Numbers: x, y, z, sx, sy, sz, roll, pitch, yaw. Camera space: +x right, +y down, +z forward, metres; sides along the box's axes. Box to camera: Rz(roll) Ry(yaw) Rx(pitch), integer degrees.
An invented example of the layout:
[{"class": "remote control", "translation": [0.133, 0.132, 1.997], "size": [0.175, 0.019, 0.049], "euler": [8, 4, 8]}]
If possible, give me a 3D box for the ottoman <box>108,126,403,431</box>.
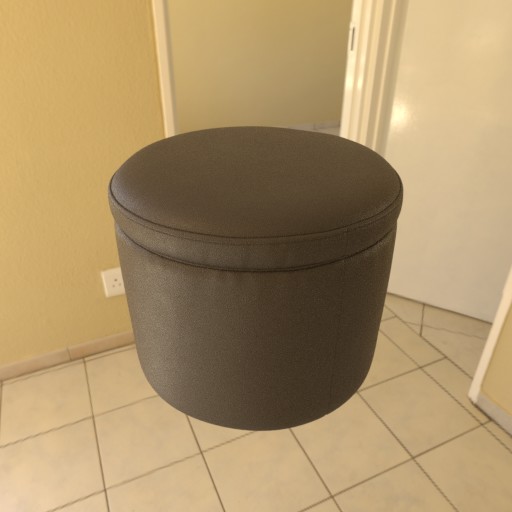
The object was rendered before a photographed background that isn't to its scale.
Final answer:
[{"class": "ottoman", "translation": [0.000, 0.000, 0.856], "size": [0.500, 0.409, 0.500], "euler": [0, 31, 0]}]
